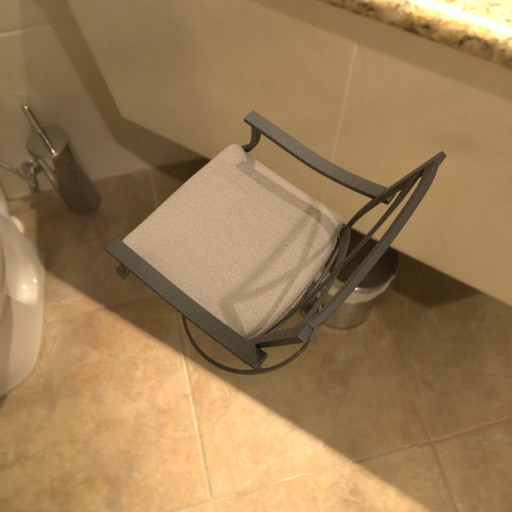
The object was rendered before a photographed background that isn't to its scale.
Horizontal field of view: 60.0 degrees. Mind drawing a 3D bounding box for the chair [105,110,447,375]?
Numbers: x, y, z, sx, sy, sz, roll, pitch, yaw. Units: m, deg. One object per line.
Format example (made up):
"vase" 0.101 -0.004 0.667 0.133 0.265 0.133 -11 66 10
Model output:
"chair" 0.000 0.000 1.275 0.620 0.889 0.575 36 69 16
